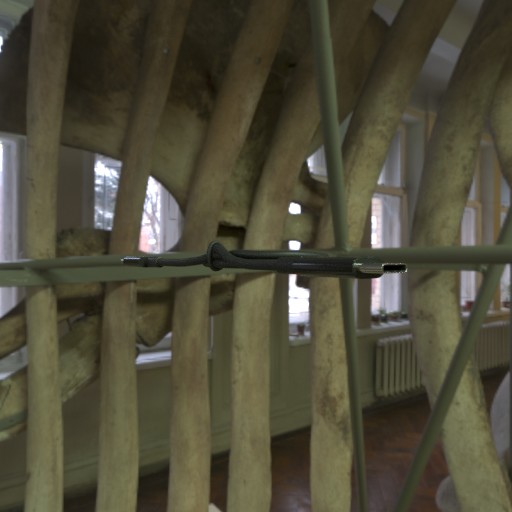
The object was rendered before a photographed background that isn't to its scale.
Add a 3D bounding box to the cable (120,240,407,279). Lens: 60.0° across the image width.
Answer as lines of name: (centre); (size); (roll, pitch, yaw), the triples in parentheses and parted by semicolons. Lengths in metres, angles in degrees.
cable: (0.000, 0.000, 0.218); (0.070, 0.014, 0.203); (0, 0, -36)
